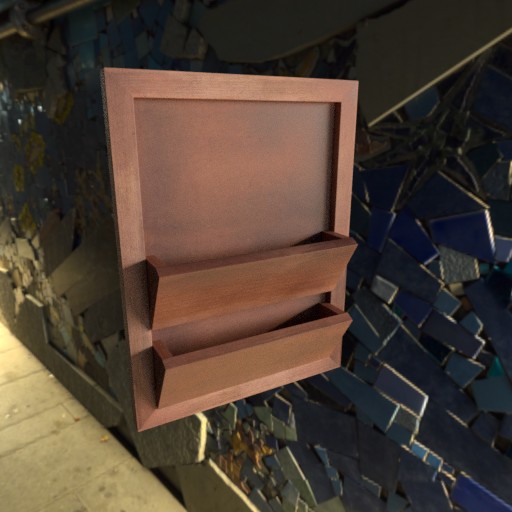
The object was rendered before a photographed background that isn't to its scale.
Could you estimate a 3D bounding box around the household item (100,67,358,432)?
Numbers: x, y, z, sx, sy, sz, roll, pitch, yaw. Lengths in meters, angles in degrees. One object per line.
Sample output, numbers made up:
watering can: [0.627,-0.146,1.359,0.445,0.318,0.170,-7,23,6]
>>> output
household item: [0.000,0.000,0.533,0.310,0.407,0.067,-9,19,-27]
